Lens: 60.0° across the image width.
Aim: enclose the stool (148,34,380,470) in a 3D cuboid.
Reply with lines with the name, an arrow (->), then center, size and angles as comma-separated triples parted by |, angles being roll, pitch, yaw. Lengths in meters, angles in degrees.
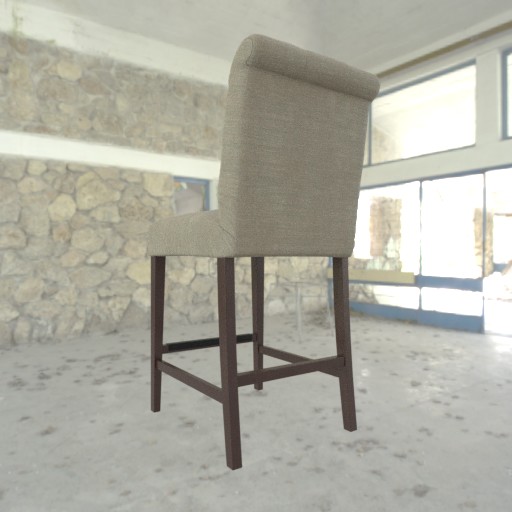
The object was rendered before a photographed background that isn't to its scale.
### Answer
stool -> 0.000, 0.000, 1.432 | 0.486, 1.084, 0.660 | 0, 0, -35
